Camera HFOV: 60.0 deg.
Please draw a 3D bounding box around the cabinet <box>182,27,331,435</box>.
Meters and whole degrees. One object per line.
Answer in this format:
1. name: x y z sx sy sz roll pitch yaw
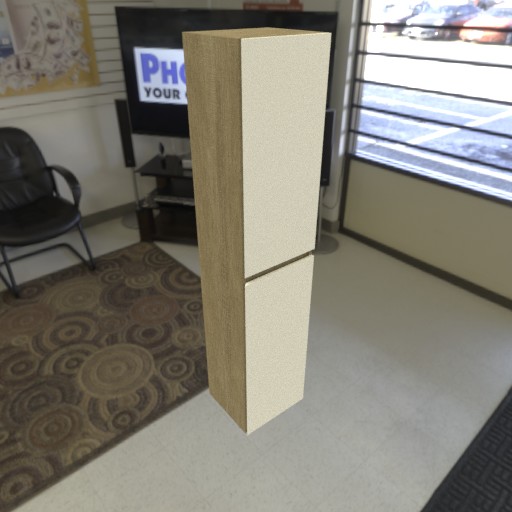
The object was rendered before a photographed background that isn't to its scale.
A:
1. cabinet: 0.000 0.000 1.551 0.300 1.400 0.270 -22 37 -32
